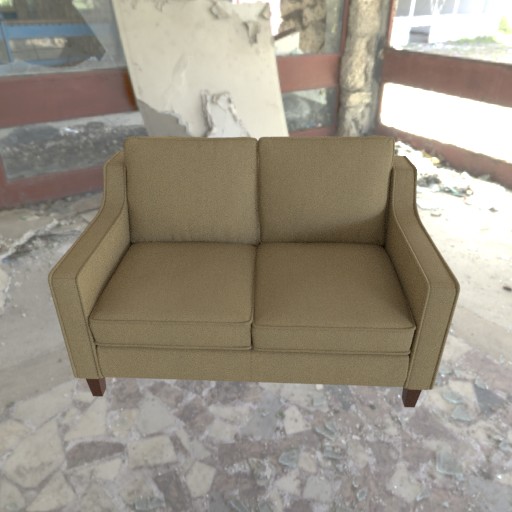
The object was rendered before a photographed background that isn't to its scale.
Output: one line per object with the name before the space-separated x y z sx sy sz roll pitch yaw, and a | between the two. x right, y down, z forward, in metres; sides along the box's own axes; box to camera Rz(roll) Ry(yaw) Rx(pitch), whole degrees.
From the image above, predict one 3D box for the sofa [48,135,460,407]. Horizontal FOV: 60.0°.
sofa | 0.000 0.000 2.077 1.501 0.971 0.987 1 31 2
